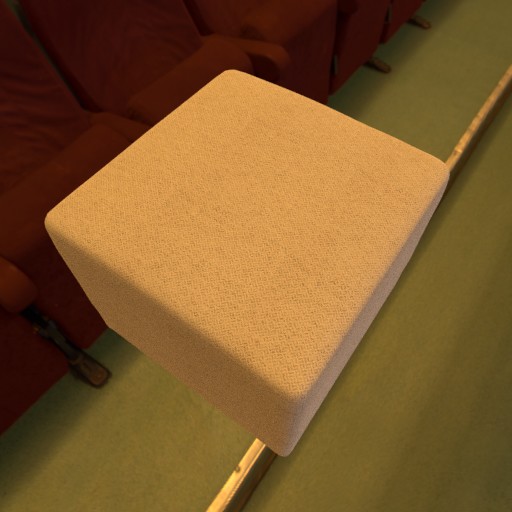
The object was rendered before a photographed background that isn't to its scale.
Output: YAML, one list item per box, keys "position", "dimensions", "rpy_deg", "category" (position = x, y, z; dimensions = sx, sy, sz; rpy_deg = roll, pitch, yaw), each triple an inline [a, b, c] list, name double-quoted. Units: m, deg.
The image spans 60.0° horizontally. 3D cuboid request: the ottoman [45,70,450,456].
- position: [0.000, 0.000, 0.904]
  dimensions: [0.512, 0.453, 0.521]
  rpy_deg: [31, 62, 19]
  category: "ottoman"
